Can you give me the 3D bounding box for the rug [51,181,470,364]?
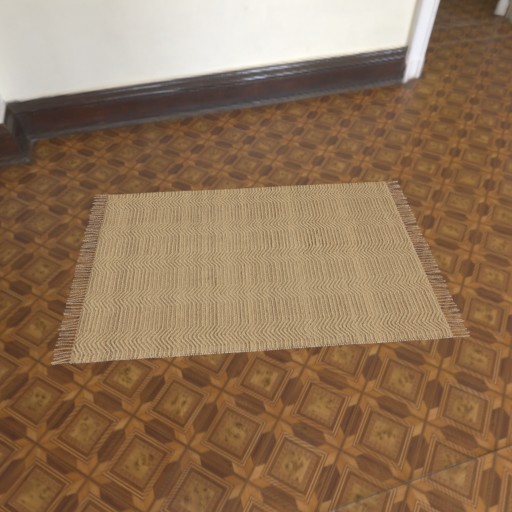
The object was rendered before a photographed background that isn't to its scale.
[{"bbox_3d":[0.000,0.000,2.516,2.021,0.027,1.224,-3,47,-3],"label":"rug"}]
